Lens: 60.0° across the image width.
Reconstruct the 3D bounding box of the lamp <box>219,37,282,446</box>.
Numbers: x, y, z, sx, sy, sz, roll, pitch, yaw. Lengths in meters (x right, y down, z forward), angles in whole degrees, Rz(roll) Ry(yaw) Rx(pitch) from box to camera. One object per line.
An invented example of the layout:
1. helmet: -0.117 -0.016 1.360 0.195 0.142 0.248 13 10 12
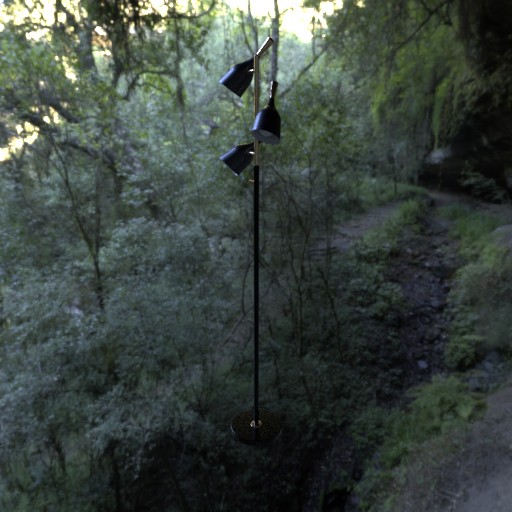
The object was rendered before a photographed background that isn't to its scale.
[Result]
1. lamp: 0.000 0.000 1.955 0.253 1.778 0.434 -8 18 -26
